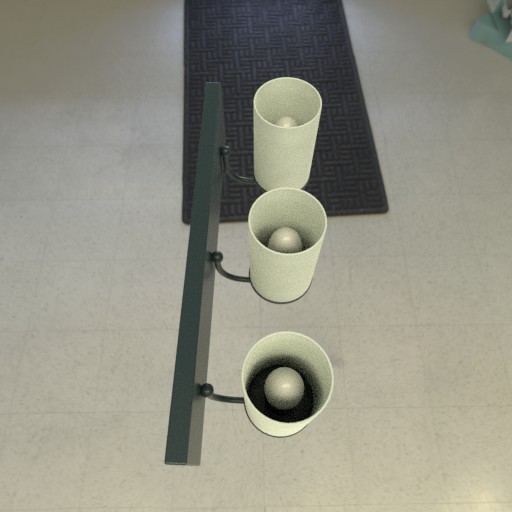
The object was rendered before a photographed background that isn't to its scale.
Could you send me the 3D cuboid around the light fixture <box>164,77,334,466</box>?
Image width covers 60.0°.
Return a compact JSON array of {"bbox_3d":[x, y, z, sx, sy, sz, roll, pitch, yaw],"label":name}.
[{"bbox_3d":[0.000,0.000,0.523,0.145,0.172,0.451,2,64,1],"label":"light fixture"}]
